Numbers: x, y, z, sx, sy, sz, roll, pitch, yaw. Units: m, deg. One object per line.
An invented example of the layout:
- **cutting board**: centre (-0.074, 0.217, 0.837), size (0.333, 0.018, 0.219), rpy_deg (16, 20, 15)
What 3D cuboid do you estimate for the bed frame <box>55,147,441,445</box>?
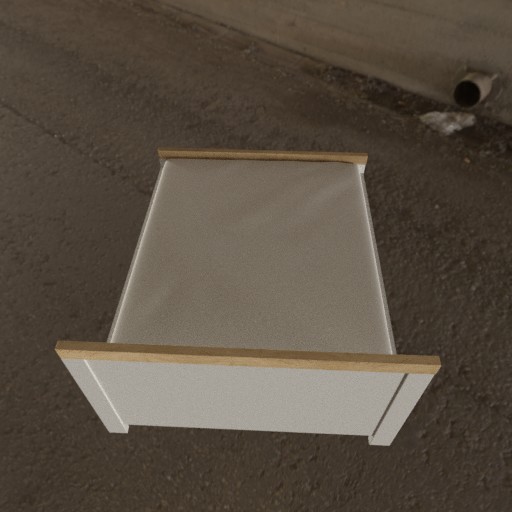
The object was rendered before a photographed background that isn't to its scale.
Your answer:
- **bed frame**: centre (0.000, 0.000, 2.953), size (1.670, 0.980, 2.050), rpy_deg (2, 48, 2)
